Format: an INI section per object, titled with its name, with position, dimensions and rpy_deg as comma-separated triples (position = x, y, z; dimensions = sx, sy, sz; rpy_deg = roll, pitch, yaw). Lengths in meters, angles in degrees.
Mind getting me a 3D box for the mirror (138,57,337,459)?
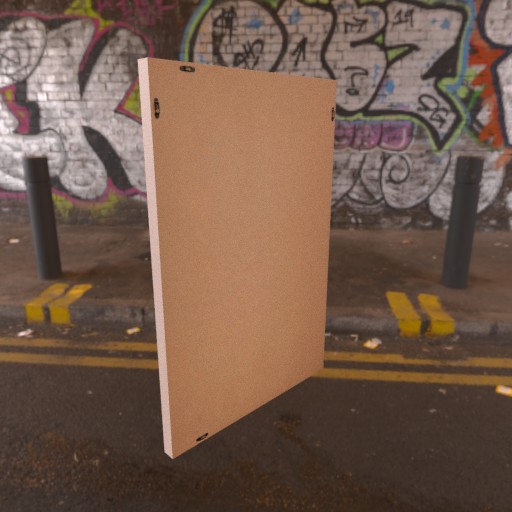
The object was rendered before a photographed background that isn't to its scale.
[mirror]
position = 0.000, 0.000, 1.183
dimensions = 0.609, 0.915, 0.041
rpy_deg = -15, 22, -42
